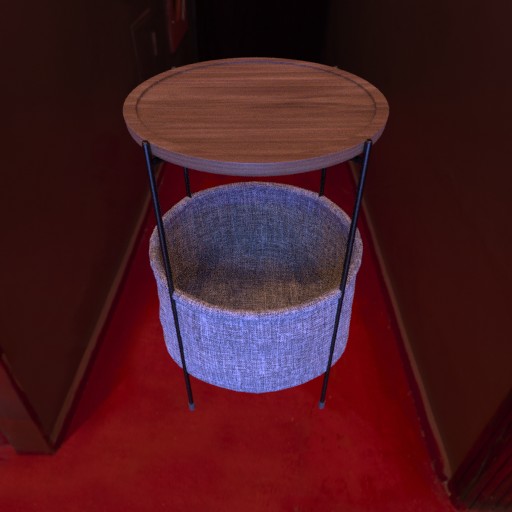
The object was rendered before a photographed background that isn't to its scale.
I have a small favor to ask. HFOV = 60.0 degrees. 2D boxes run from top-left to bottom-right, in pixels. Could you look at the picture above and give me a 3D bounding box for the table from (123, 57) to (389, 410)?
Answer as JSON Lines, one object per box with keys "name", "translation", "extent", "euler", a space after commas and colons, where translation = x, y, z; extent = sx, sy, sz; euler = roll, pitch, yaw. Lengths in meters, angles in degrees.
{"name": "table", "translation": [0.000, 0.000, 0.862], "extent": [0.400, 0.623, 0.400], "euler": [0, 41, -1]}
